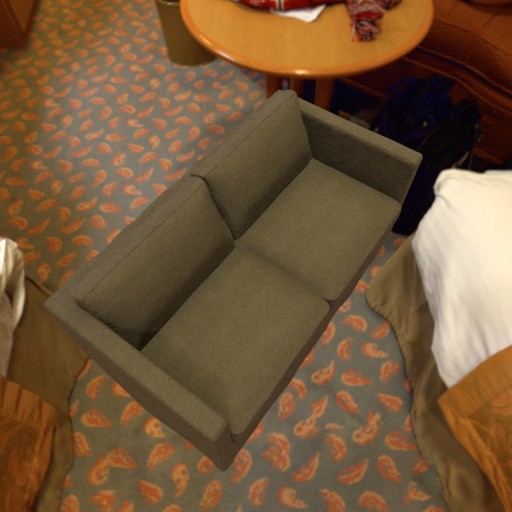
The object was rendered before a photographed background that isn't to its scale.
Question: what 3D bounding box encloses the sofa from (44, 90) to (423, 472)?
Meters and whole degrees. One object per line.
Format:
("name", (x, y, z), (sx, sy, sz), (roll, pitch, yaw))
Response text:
("sofa", (0.000, 0.000, 2.349), (0.974, 0.854, 1.802), (32, 63, 19))
